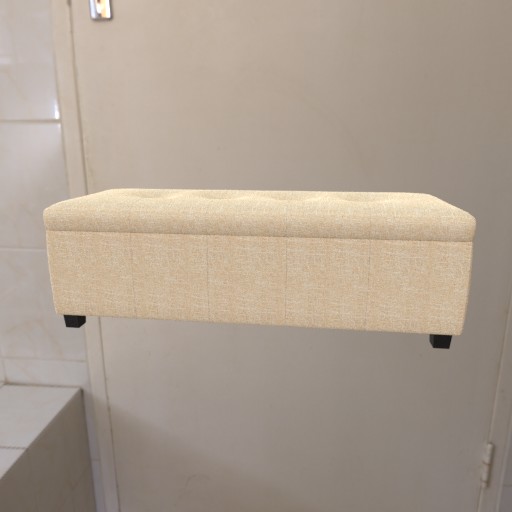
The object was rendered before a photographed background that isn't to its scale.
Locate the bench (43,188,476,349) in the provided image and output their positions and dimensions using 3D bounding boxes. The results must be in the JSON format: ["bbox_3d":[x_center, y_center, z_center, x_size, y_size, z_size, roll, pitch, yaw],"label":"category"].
[{"bbox_3d":[0.000,0.000,1.466,1.219,0.406,0.432,2,15,7],"label":"bench"}]
